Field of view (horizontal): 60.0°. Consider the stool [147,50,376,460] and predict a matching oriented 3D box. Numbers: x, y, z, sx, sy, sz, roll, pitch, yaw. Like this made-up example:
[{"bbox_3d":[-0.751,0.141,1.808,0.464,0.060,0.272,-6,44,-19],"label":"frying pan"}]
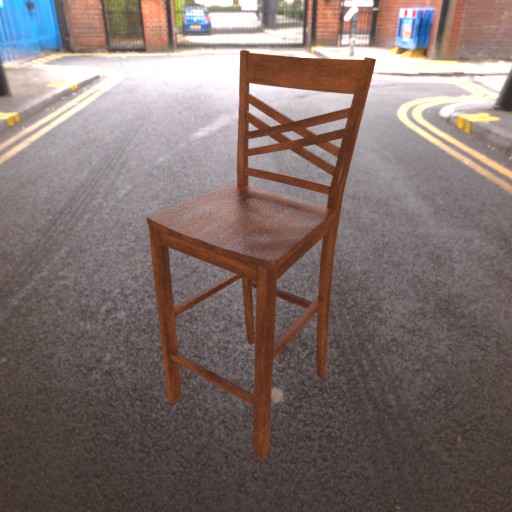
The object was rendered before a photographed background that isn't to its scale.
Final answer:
[{"bbox_3d":[0.000,0.000,1.358,0.433,1.105,0.487,19,34,31],"label":"stool"}]
